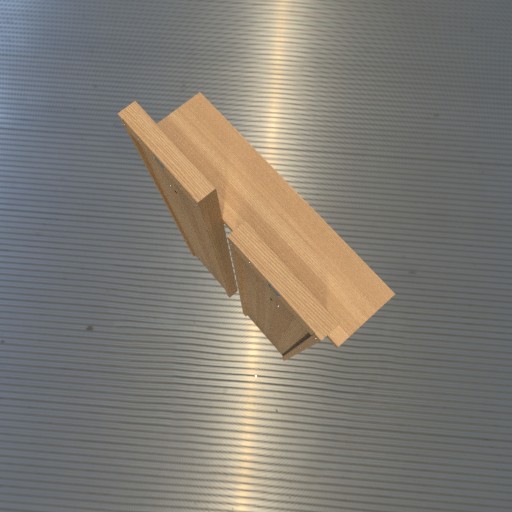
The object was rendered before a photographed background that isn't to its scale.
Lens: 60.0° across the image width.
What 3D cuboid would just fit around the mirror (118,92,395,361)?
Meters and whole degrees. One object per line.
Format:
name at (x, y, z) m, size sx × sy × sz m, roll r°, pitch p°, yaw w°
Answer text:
mirror at (0.000, 0.000, 1.608) m, size 0.260 × 1.250 × 0.800 m, roll -40°, pitch 78°, yaw -10°
